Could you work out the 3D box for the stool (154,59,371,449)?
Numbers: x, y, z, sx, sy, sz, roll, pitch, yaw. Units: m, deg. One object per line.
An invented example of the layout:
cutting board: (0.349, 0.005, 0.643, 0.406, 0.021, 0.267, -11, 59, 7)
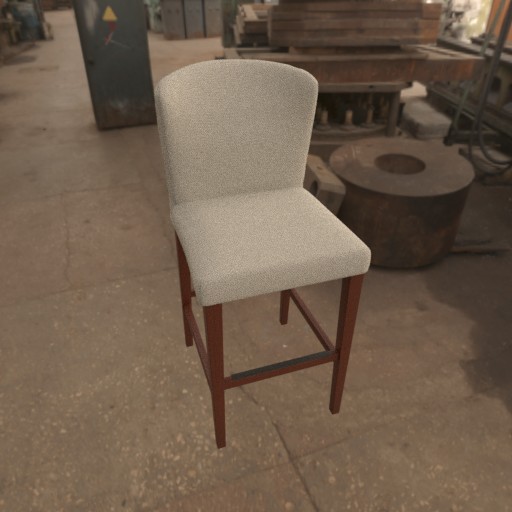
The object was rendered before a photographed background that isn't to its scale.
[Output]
stool: (0.000, 0.000, 1.394, 0.481, 1.069, 0.568, -10, 34, -16)
